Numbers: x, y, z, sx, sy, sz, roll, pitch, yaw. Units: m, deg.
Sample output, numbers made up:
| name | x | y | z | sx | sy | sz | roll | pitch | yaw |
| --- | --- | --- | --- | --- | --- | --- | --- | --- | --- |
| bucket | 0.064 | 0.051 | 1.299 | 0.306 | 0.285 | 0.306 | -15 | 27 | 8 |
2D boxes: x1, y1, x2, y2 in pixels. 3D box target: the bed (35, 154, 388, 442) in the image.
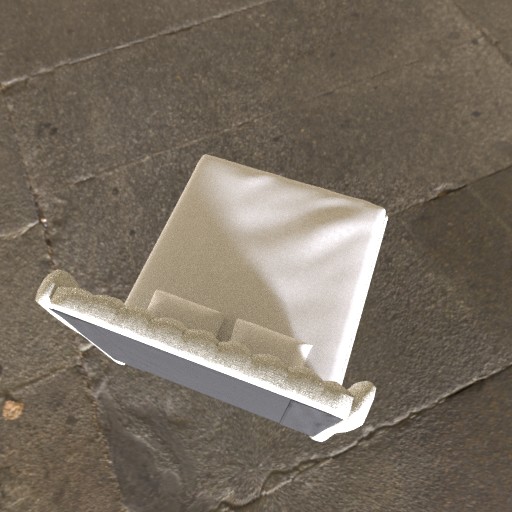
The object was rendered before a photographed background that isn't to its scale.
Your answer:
| name | x | y | z | sx | sy | sz | roll | pitch | yaw |
| --- | --- | --- | --- | --- | --- | --- | --- | --- | --- |
| bed | 0.000 | 0.000 | 3.879 | 2.219 | 1.771 | 2.347 | 18 | 66 | 9 |
